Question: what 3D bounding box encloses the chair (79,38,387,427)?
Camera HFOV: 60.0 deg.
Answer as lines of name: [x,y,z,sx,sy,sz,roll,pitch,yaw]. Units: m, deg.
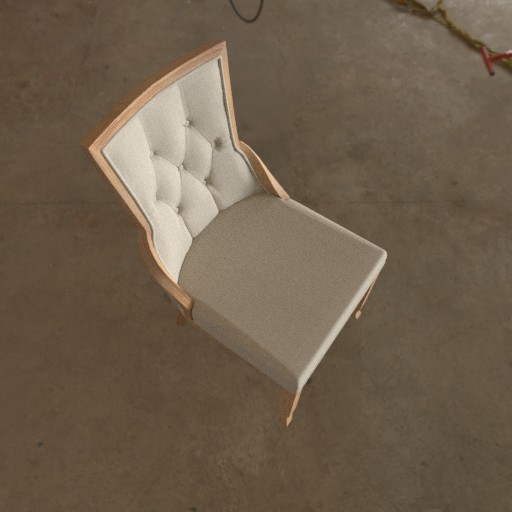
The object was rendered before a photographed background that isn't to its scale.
chair: [0.000,0.000,1.328,0.641,0.947,0.524,32,64,18]
